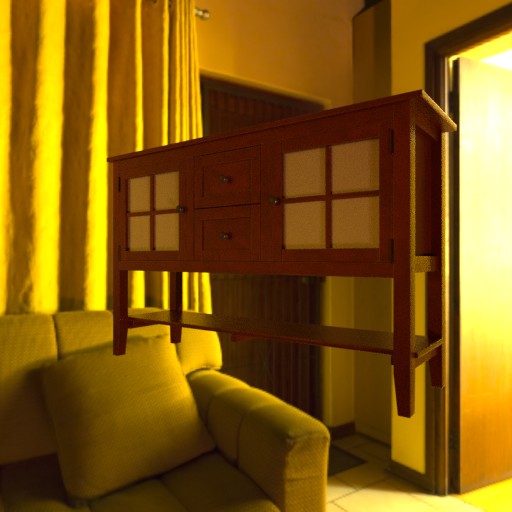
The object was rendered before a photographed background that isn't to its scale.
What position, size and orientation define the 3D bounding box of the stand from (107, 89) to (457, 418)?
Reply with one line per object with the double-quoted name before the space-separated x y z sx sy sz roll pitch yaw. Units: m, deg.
"stand" 0.000 0.000 1.717 1.362 0.872 0.410 0 0 36
